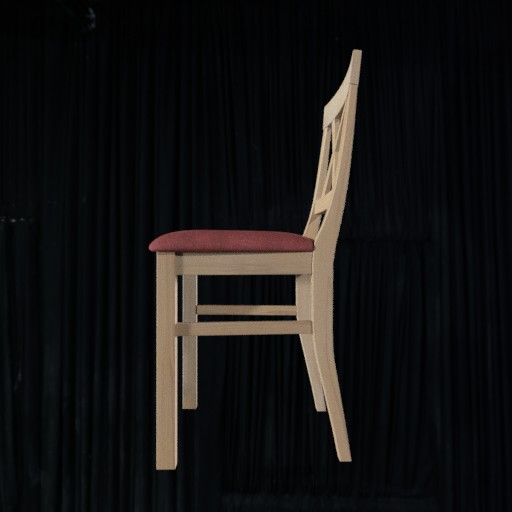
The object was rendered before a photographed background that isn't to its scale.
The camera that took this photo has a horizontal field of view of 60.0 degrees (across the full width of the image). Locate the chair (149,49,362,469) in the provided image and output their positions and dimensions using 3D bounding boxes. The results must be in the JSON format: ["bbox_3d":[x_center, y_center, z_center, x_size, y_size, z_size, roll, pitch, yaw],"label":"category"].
[{"bbox_3d":[0.000,0.000,1.154,0.492,0.912,0.439,0,0,-1],"label":"chair"}]
